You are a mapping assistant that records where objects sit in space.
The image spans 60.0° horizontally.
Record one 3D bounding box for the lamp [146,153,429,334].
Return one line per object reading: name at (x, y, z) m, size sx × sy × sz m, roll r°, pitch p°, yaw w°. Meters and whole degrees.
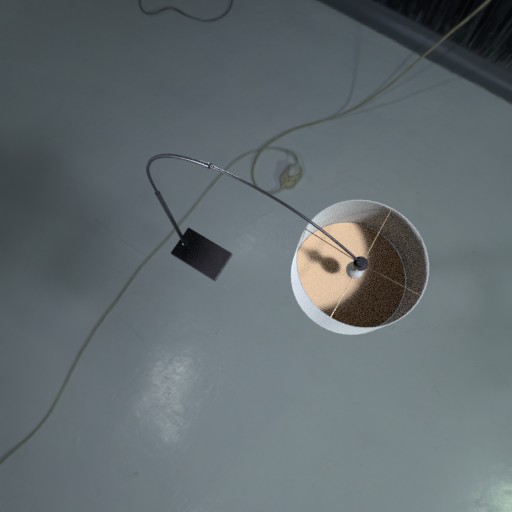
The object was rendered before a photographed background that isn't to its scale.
lamp at (0.000, 0.000, 2.522) m, size 1.424 × 1.927 × 0.493 m, roll 31°, pitch 77°, yaw 8°
